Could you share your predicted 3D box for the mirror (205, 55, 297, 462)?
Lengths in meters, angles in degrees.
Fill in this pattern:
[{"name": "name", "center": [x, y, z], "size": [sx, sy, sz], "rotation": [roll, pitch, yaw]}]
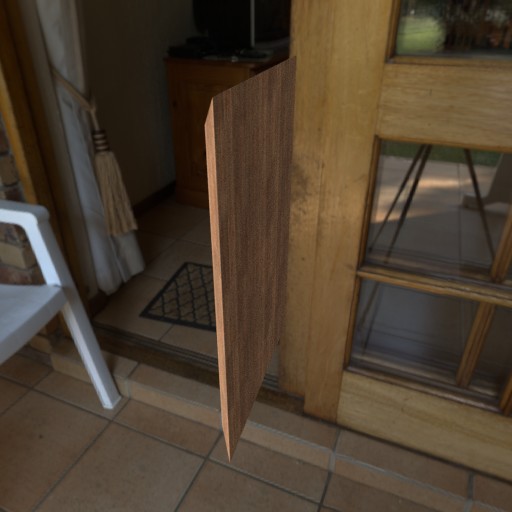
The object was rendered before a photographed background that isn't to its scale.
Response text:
[{"name": "mirror", "center": [0.000, 0.000, 1.295], "size": [0.047, 1.010, 0.651], "rotation": [9, 32, 15]}]
